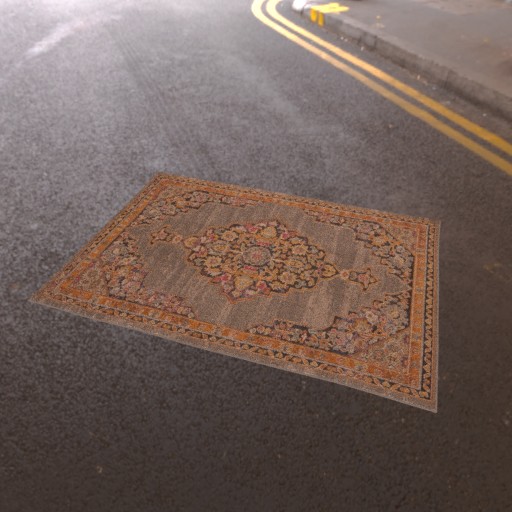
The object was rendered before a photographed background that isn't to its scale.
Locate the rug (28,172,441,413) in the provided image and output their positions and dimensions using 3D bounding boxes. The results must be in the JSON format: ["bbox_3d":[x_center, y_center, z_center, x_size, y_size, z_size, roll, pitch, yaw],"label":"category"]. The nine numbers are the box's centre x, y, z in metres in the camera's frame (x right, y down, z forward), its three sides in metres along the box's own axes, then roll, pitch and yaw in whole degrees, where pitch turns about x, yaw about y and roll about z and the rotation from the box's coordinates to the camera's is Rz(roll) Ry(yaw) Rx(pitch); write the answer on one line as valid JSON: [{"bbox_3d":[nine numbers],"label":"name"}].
[{"bbox_3d":[0.000,0.000,3.676,2.901,0.026,2.043,12,41,14],"label":"rug"}]
